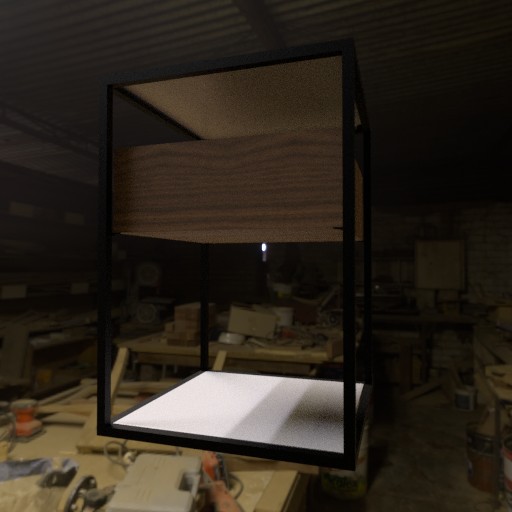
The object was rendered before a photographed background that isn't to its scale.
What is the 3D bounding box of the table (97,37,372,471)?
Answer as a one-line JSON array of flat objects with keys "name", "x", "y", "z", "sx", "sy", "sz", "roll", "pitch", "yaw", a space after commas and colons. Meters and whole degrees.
[{"name": "table", "x": 0.000, "y": 0.000, "z": 0.788, "sx": 0.378, "sy": 0.540, "sz": 0.378, "roll": 0, "pitch": -1, "yaw": 18}]
